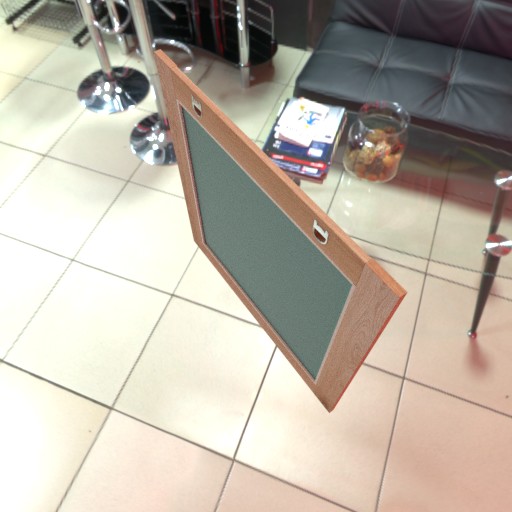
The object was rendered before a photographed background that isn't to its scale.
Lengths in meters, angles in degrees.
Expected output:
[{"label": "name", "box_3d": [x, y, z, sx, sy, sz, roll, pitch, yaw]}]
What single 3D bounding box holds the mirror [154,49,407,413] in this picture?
[{"label": "mirror", "box_3d": [0.000, 0.000, 1.217, 0.020, 0.800, 0.800, -32, 63, -18]}]
